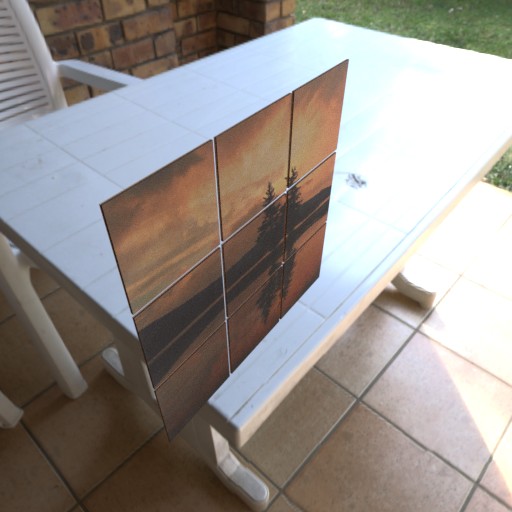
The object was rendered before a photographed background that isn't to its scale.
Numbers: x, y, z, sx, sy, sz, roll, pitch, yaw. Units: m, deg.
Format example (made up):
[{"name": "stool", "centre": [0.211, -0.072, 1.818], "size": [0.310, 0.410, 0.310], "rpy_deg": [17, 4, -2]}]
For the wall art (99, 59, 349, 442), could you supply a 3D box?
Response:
[{"name": "wall art", "centre": [0.000, 0.000, 2.256], "size": [0.013, 1.525, 1.520], "rpy_deg": [27, 49, 26]}]
